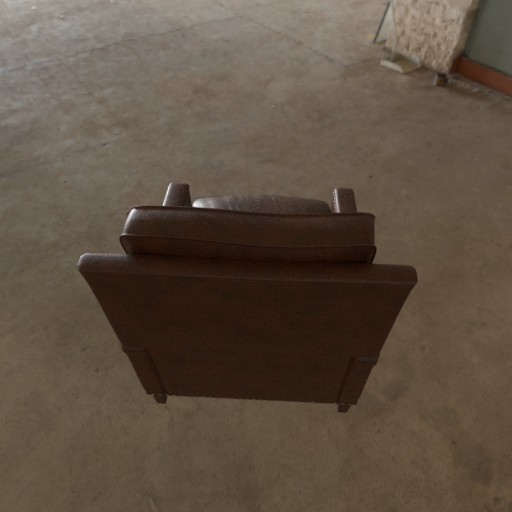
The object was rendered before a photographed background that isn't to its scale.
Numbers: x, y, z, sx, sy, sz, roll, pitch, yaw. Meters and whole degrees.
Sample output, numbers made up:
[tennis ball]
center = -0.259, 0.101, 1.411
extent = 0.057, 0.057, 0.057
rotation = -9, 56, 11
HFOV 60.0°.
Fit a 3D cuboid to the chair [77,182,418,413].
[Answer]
[chair]
center = 0.000, 0.000, 1.767
extent = 0.854, 1.054, 1.035
rotation = 2, 45, 2
